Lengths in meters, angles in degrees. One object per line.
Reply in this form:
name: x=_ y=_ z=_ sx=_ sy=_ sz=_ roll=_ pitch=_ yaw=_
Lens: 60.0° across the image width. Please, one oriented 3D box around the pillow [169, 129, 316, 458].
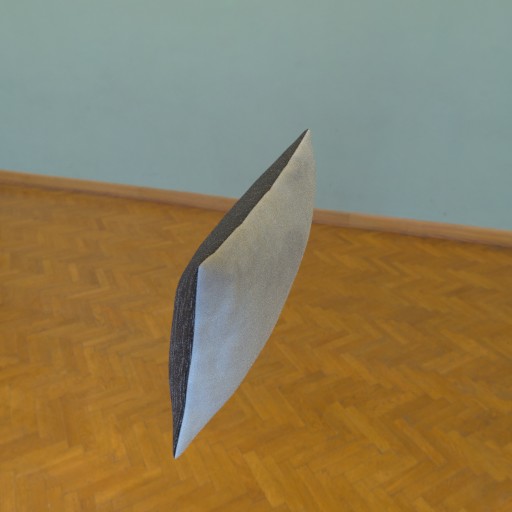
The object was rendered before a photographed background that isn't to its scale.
pillow: x=0.000 y=0.000 z=0.767 sx=0.156 sy=0.305 sz=0.608 roll=8 pitch=30 yaw=14
